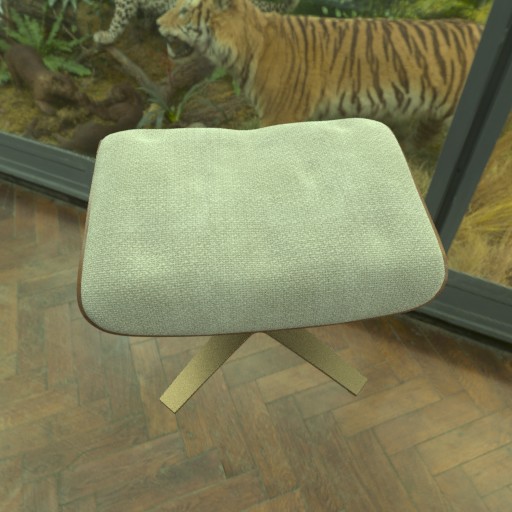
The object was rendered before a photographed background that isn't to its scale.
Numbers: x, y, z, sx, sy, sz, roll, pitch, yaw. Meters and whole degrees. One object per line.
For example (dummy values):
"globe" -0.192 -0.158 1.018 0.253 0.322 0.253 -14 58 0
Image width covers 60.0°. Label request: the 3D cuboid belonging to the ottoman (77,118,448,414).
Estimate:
"ottoman" 0.000 0.000 0.815 0.520 0.391 0.394 -4 46 -4
